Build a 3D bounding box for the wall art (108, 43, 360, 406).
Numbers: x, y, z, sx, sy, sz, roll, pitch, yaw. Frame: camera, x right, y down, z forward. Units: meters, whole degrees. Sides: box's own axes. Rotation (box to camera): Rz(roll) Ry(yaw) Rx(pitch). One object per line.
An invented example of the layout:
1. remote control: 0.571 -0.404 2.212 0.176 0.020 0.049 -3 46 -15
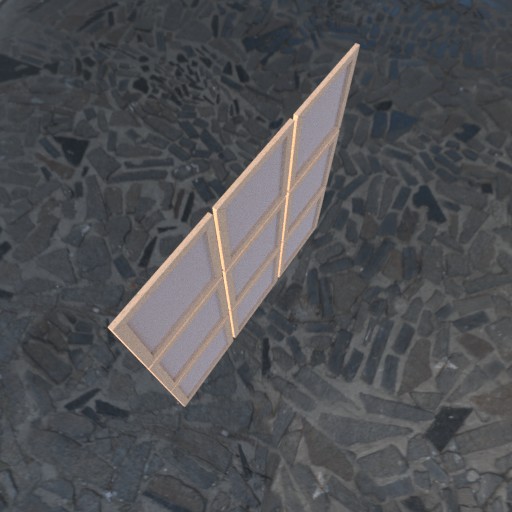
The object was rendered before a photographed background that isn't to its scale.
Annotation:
1. wall art: 0.000 0.000 1.815 0.016 1.207 1.217 32 67 15
